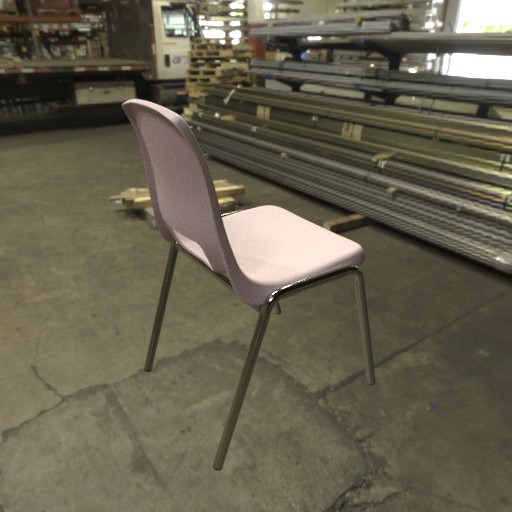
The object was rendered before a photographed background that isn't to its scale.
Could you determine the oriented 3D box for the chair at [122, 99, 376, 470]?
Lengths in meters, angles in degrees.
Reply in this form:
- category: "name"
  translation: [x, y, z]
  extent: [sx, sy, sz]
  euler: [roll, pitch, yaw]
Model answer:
- category: "chair"
  translation: [0.000, 0.000, 0.934]
  extent: [0.436, 0.653, 0.381]
  euler: [-18, 32, -31]
